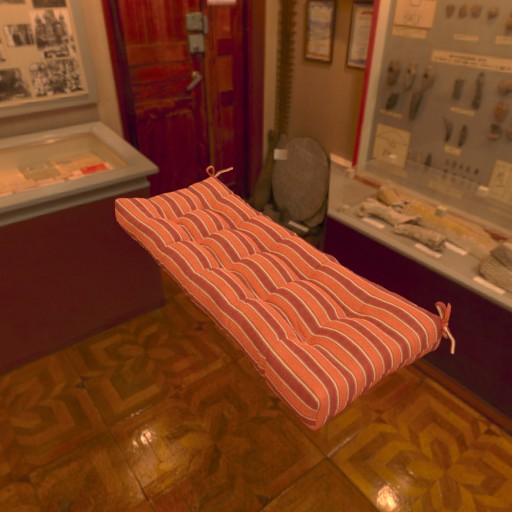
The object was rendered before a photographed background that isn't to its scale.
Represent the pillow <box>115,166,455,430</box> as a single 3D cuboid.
[{"bbox_3d":[0.000,0.000,1.387,0.511,0.174,1.194,-21,39,-29],"label":"pillow"}]
